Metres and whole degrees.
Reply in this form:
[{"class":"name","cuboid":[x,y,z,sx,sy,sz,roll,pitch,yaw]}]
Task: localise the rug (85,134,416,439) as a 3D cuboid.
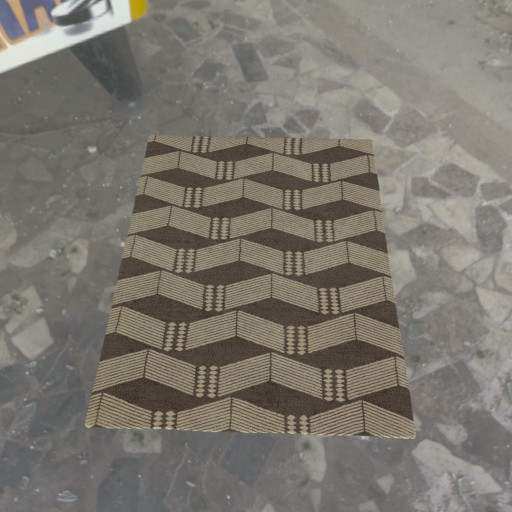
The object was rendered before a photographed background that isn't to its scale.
[{"class":"rug","cuboid":[0.000,0.000,4.044,2.438,0.016,3.048,2,58,1]}]
